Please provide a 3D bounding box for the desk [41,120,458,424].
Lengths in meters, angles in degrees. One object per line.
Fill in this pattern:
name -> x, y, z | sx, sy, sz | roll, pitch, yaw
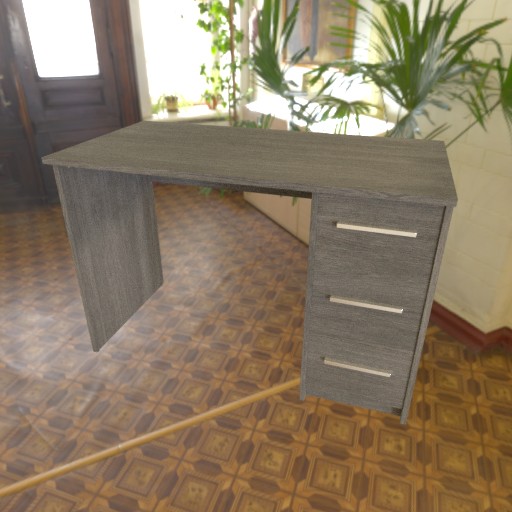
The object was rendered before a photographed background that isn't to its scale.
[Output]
desk -> 0.000, 0.000, 1.514 | 1.097, 0.735, 0.560 | 8, 29, 16
